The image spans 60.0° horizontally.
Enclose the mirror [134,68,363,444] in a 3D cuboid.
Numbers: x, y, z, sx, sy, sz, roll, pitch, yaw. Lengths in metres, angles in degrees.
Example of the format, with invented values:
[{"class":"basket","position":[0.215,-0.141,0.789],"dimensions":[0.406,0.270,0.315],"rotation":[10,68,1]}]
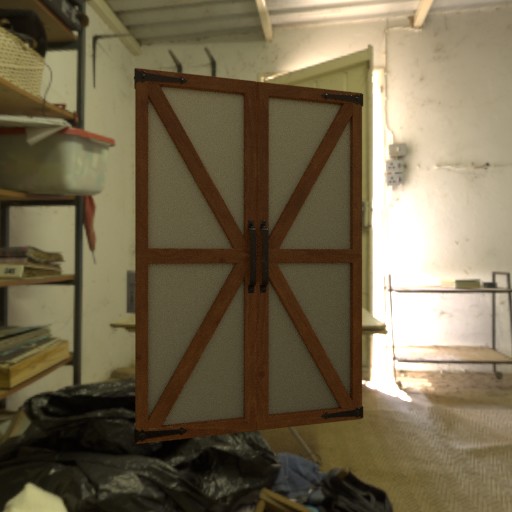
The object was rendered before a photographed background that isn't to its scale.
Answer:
[{"class":"mirror","position":[0.000,0.000,0.973],"dimensions":[0.517,0.761,0.053],"rotation":[0,0,-16]}]
